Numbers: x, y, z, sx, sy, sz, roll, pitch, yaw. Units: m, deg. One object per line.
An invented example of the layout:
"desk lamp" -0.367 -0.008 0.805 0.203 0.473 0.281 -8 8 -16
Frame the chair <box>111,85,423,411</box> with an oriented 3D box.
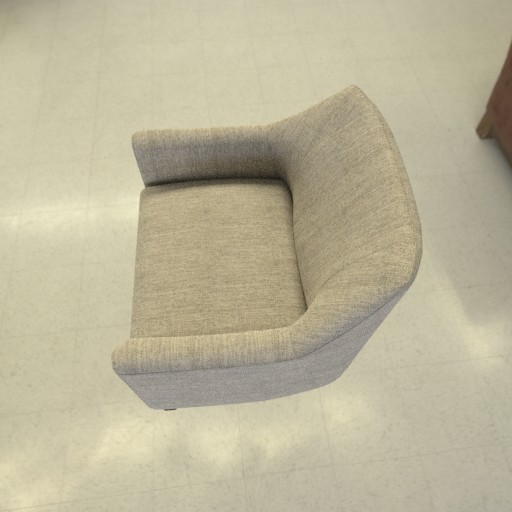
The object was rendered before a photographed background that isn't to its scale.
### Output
"chair" 0.000 0.000 1.392 0.758 0.761 0.796 -4 60 -2
